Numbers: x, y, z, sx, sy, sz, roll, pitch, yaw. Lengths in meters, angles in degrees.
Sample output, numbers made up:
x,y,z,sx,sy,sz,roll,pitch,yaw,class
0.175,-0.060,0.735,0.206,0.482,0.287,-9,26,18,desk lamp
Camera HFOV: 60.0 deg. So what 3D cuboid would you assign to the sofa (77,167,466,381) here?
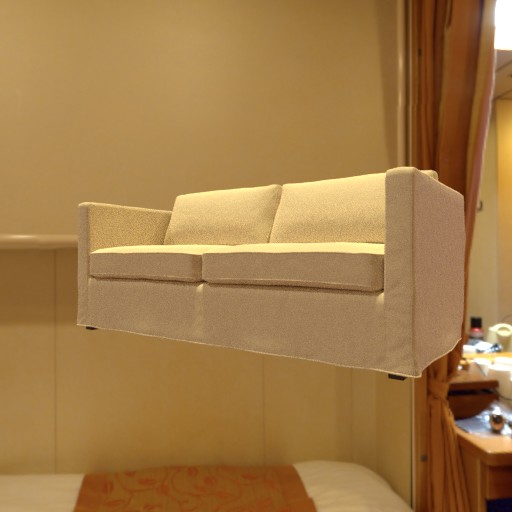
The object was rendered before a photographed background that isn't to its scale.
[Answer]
x,y,z,sx,sy,sz,roll,pitch,yaw,class
0.000,0.000,2.434,1.987,0.870,0.940,0,0,35,sofa
